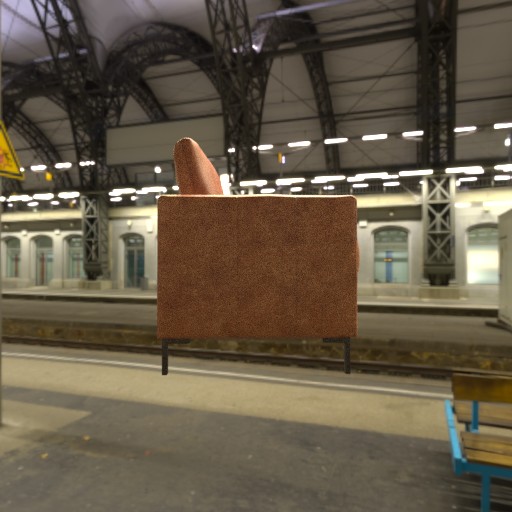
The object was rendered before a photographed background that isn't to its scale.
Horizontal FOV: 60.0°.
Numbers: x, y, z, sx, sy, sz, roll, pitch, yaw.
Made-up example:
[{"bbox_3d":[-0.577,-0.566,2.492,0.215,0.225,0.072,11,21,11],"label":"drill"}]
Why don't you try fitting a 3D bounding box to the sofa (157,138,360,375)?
[{"bbox_3d":[0.000,0.000,2.522,0.748,0.863,2.029,0,-1,-2],"label":"sofa"}]
